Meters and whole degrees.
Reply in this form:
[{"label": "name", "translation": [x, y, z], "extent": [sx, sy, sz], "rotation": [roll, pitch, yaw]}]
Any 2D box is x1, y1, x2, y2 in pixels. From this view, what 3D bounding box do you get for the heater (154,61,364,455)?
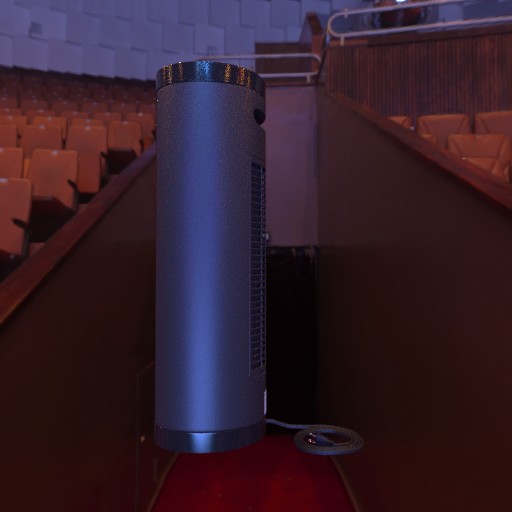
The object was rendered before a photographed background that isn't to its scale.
[{"label": "heater", "translation": [0.000, 0.000, 0.696], "extent": [0.312, 0.552, 0.174], "rotation": [0, -1, -1]}]
